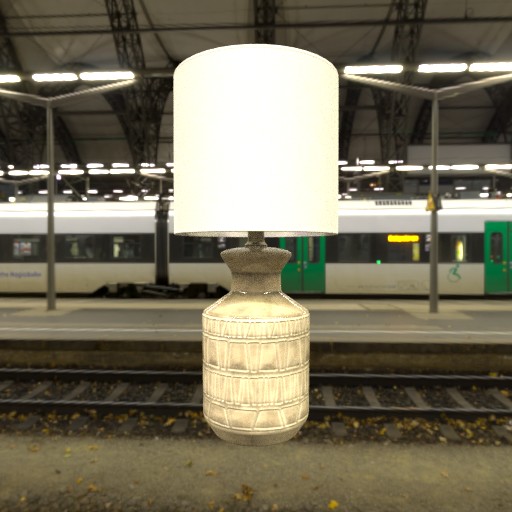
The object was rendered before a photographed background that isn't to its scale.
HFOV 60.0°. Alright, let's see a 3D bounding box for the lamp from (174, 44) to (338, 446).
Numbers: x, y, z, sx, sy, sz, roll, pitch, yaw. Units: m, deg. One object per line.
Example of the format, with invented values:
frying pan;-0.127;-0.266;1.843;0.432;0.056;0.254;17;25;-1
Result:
lamp;0.000;0.000;0.580;0.211;0.455;0.211;0;1;-18
